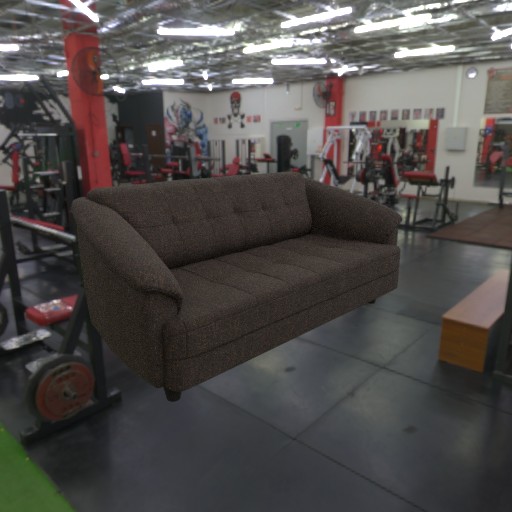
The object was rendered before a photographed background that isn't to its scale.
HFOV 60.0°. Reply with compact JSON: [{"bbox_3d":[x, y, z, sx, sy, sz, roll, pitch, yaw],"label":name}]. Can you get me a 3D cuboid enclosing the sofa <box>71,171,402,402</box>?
[{"bbox_3d":[0.000,0.000,2.384,0.887,0.790,1.849,15,21,43],"label":"sofa"}]
